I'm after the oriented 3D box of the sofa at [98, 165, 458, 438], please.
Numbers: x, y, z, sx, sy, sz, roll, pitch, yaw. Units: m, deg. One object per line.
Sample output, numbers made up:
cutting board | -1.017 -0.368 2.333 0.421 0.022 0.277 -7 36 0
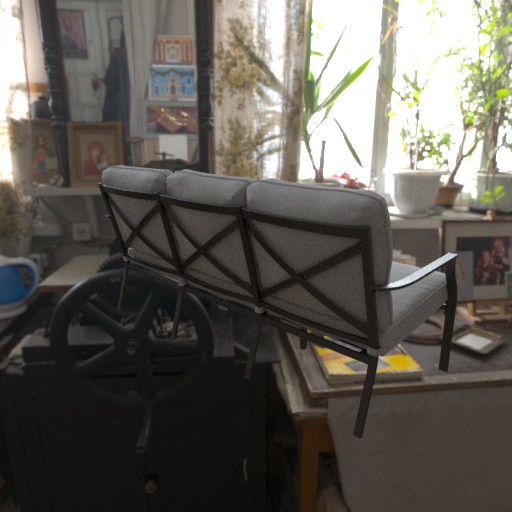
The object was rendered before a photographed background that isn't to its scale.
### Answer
sofa | 0.000 0.000 2.213 1.740 0.860 0.787 15 22 42
